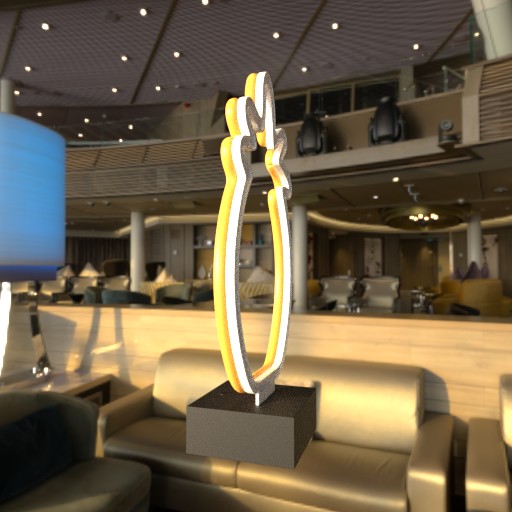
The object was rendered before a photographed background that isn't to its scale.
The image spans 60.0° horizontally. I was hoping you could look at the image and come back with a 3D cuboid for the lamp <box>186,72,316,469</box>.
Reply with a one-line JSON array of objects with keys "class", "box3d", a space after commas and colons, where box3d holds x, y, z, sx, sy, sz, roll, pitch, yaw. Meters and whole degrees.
[{"class": "lamp", "box3d": [0.000, 0.000, 0.385, 0.088, 0.317, 0.167, -1, -2, 18]}]
